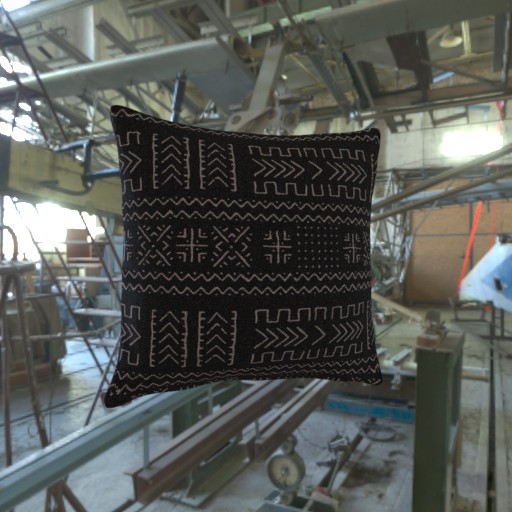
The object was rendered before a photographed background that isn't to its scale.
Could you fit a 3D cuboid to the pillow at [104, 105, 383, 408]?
[{"bbox_3d":[0.000,0.000,0.677,0.438,0.430,0.164,0,0,-17],"label":"pillow"}]
